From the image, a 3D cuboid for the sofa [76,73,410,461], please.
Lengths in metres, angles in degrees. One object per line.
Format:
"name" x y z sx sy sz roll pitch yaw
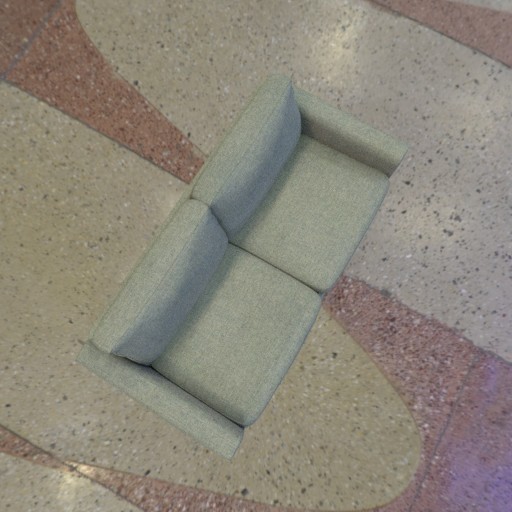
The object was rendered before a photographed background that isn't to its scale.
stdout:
"sofa" 0.000 0.000 2.549 0.969 0.892 1.978 30 78 7
